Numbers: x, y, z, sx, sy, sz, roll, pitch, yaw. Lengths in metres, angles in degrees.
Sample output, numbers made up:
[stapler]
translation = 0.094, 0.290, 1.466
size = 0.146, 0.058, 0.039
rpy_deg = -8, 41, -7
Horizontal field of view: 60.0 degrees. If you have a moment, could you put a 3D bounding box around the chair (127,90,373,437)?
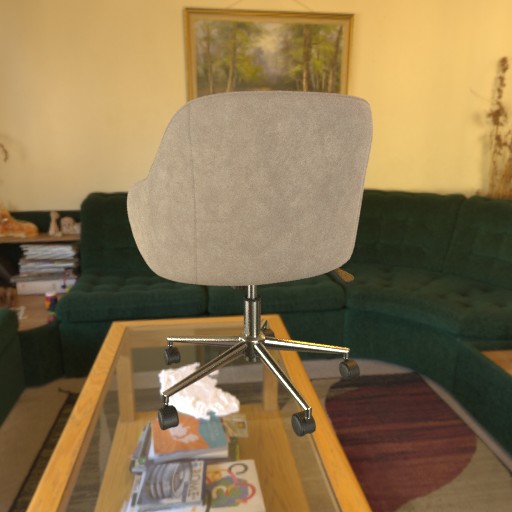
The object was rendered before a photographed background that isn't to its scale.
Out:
[chair]
translation = 0.000, 0.000, 1.261
size = 0.635, 0.831, 0.573
rpy_deg = -7, 16, -24
